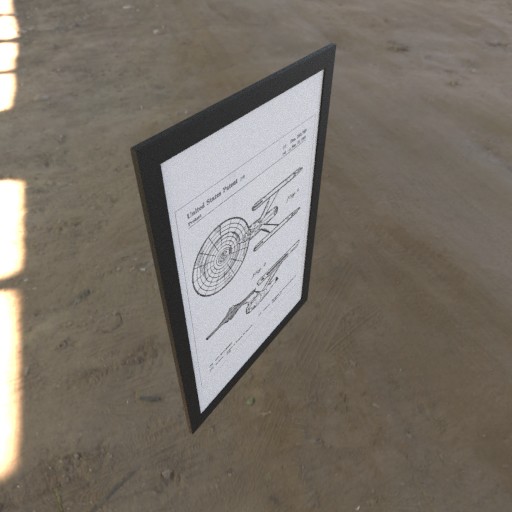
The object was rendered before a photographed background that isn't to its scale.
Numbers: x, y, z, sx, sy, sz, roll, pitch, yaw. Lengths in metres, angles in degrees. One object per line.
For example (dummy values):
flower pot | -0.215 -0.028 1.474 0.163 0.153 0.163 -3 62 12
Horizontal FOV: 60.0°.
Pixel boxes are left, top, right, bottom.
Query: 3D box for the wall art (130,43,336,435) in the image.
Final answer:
wall art | 0.000 0.000 0.688 0.008 0.530 0.379 25 48 26
